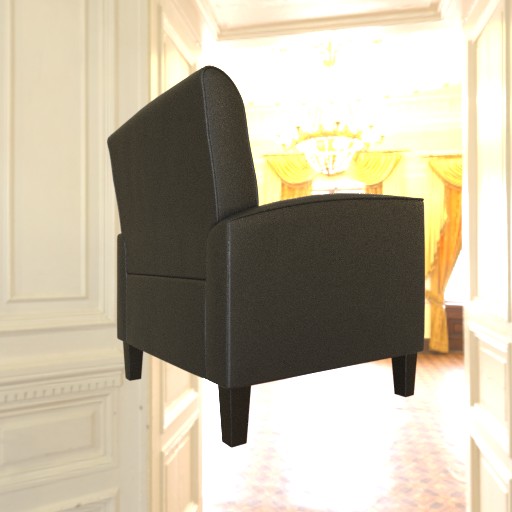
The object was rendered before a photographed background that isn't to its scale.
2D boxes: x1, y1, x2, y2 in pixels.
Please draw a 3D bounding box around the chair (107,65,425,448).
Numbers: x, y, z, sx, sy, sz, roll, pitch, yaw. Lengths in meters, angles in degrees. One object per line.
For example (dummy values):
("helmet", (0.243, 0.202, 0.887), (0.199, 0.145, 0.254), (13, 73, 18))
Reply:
("chair", (0.000, 0.000, 1.550), (0.819, 0.916, 0.820), (0, 0, -35))
